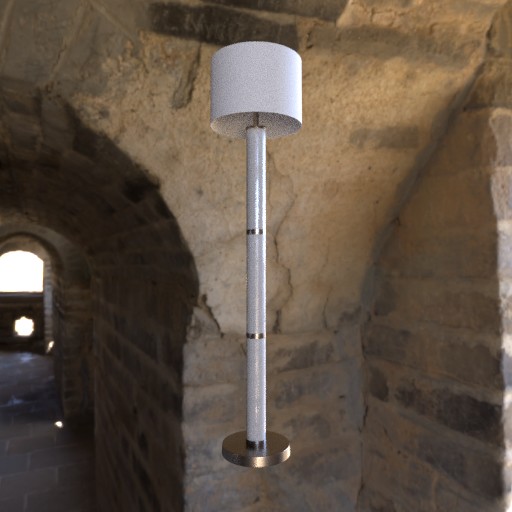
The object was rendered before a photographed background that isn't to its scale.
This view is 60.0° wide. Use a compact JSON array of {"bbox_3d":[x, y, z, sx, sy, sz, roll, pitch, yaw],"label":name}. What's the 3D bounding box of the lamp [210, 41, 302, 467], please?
[{"bbox_3d":[0.000,0.000,1.821,0.377,1.599,0.377,0,-1,18],"label":"lamp"}]
